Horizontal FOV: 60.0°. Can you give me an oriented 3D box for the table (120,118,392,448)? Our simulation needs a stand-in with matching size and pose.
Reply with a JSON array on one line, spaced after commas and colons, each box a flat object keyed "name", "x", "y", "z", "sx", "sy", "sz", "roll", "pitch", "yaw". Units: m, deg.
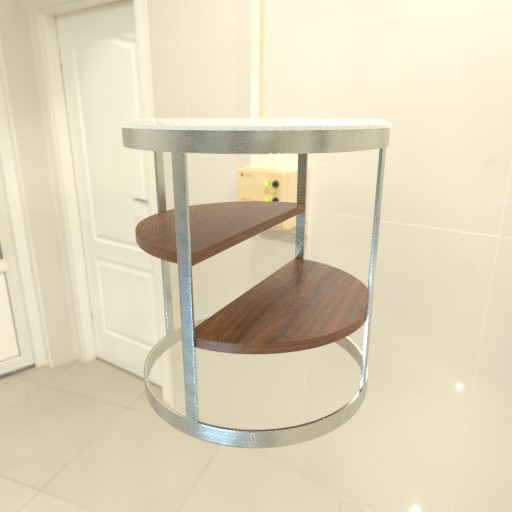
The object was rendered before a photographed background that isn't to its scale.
[{"name": "table", "x": 0.000, "y": 0.000, "z": 0.756, "sx": 0.407, "sy": 0.447, "sz": 0.407, "roll": 0, "pitch": 18, "yaw": 0}]
